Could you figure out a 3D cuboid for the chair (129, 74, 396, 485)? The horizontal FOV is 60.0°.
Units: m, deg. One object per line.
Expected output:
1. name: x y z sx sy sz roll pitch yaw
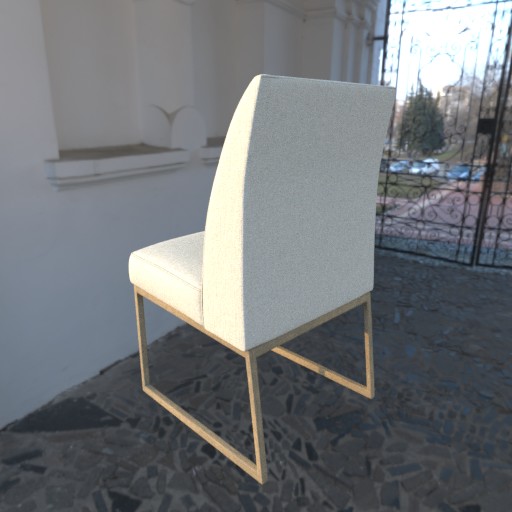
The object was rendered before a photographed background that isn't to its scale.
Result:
1. chair: 0.000 0.000 1.207 0.508 0.863 0.522 -16 24 -42
